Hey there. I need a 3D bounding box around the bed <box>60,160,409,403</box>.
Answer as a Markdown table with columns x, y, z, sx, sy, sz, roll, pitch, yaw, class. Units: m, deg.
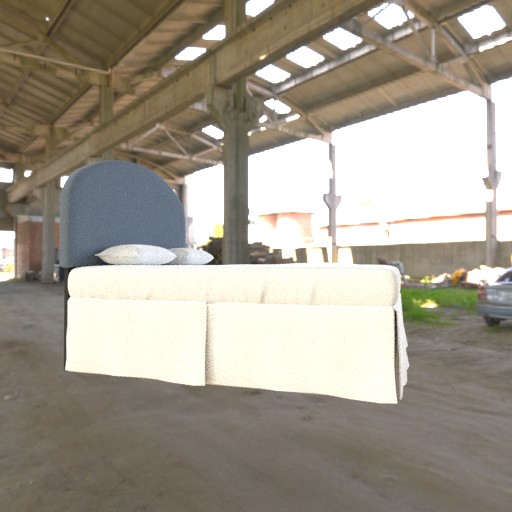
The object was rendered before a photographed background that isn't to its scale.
| x | y | z | sx | sy | sz | roll | pitch | yaw | class |
| --- | --- | --- | --- | --- | --- | --- | --- | --- | --- |
| 0.000 | 0.000 | 3.080 | 2.005 | 1.410 | 1.607 | 0 | -1 | 18 | bed |
